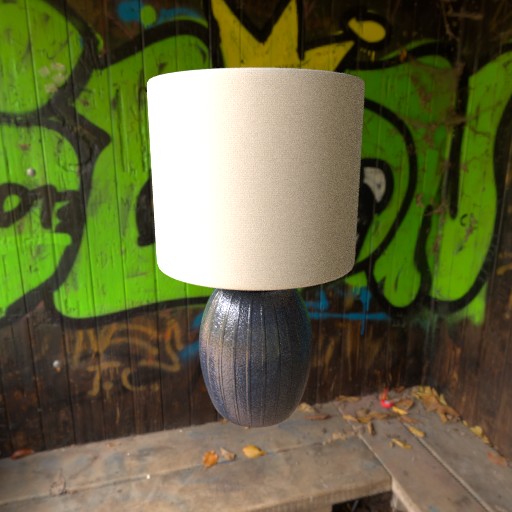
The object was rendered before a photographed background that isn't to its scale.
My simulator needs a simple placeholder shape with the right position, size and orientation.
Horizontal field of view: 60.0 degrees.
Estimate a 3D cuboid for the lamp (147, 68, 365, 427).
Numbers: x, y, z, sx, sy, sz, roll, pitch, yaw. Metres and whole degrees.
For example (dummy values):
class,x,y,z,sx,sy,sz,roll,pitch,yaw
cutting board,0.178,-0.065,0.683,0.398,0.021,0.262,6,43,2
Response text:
class,x,y,z,sx,sy,sz,roll,pitch,yaw
lamp,0.000,0.000,0.755,0.329,0.570,0.329,-14,20,-43
